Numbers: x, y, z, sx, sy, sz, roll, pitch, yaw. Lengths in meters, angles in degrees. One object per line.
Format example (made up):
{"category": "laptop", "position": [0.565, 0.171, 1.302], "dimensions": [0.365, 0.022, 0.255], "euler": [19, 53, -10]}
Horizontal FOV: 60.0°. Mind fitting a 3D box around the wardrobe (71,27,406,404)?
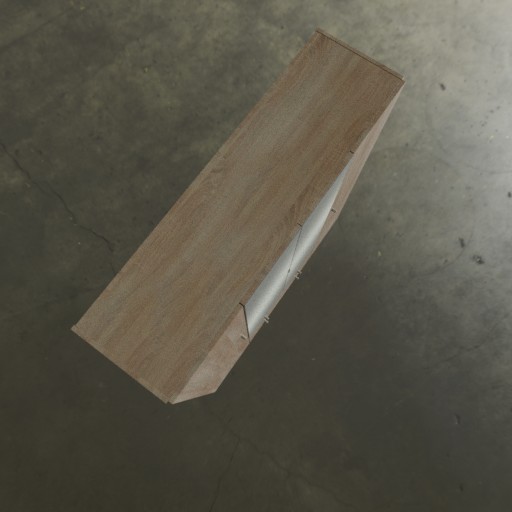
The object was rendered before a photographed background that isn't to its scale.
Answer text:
{"category": "wardrobe", "position": [0.000, 0.000, 3.179], "dimensions": [0.598, 2.159, 1.998], "euler": [34, 77, 9]}
